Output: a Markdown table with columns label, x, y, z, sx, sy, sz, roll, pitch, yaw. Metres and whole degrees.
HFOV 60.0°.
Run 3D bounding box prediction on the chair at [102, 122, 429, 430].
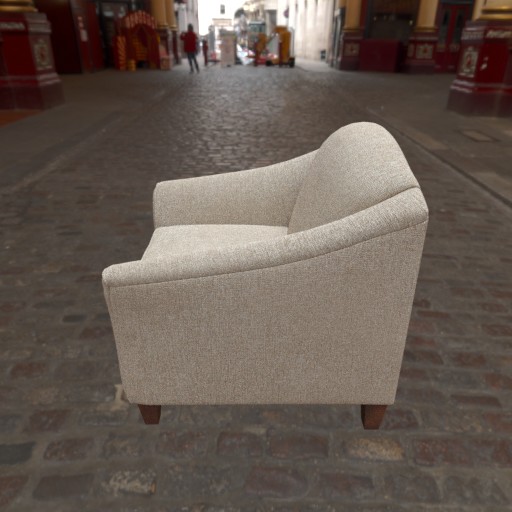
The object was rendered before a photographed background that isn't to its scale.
| label | x | y | z | sx | sy | sz | roll | pitch | yaw |
| --- | --- | --- | --- | --- | --- | --- | --- | --- | --- |
| chair | 0.000 | 0.000 | 1.456 | 0.787 | 0.839 | 0.763 | 0 | 27 | -1 |
